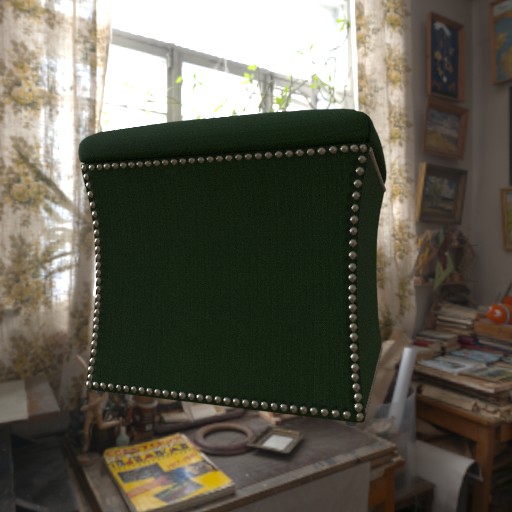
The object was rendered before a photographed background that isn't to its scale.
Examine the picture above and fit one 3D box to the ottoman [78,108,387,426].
[{"bbox_3d":[0.000,0.000,0.909,0.507,0.475,0.497,0,1,19],"label":"ottoman"}]
